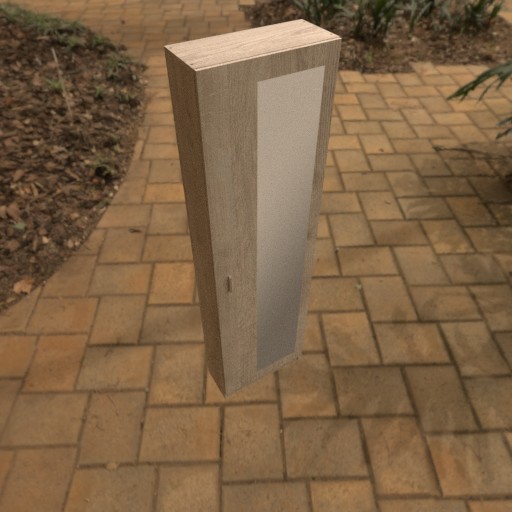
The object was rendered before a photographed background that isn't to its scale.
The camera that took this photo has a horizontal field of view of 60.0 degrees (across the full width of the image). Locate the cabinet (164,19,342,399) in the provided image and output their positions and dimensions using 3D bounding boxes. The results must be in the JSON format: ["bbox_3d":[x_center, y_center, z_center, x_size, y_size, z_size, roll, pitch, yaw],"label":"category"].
[{"bbox_3d":[0.000,0.000,1.959,0.500,1.790,0.230,-23,48,-22],"label":"cabinet"}]
